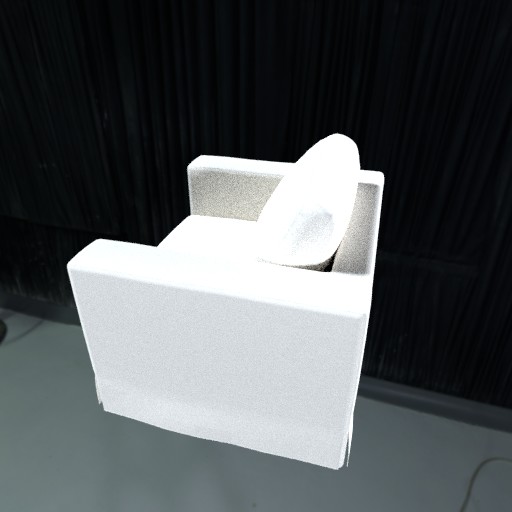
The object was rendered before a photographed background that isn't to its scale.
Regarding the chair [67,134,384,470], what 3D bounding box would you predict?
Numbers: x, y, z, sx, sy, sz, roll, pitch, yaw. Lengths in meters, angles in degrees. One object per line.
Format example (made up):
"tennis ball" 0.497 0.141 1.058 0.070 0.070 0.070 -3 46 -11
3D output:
"chair" 0.000 0.000 1.830 0.957 0.878 1.150 8 32 14
